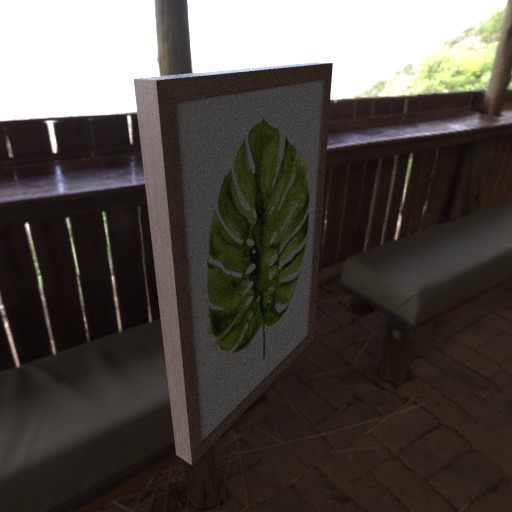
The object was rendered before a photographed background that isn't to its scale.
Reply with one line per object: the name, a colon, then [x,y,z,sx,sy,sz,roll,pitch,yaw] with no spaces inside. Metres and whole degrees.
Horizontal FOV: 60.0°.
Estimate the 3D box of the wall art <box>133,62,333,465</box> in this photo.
wall art: [0.000,0.000,0.654,0.032,0.510,0.358,17,31,31]
